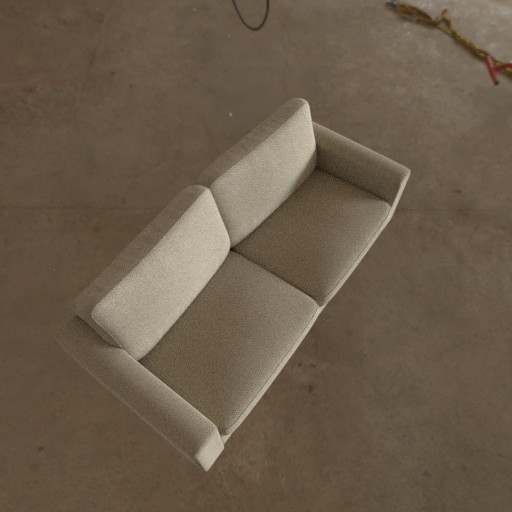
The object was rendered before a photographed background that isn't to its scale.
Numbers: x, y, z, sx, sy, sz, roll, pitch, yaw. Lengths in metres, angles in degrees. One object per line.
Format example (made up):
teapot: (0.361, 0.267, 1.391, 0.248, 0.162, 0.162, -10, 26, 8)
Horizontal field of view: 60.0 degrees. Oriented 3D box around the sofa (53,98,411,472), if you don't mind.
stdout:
sofa: (0.000, 0.000, 2.691, 1.016, 0.873, 2.179, 32, 63, 19)
